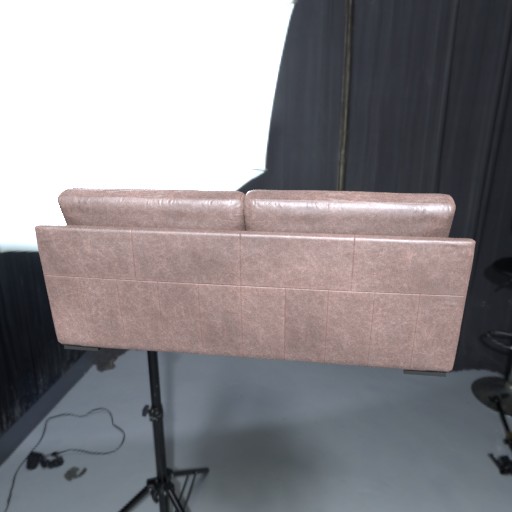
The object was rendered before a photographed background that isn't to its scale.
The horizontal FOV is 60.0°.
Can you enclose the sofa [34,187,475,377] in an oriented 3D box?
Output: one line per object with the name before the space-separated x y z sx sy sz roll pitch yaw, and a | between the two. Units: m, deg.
sofa | 0.000 0.000 2.769 2.261 0.941 1.143 2 17 8
